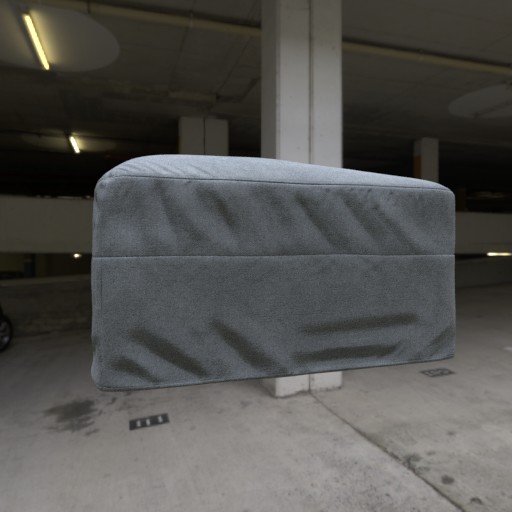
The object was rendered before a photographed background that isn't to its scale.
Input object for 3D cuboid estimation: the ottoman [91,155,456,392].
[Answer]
[{"bbox_3d":[0.000,0.000,1.218,0.837,0.481,0.683,0,1,-18],"label":"ottoman"}]
